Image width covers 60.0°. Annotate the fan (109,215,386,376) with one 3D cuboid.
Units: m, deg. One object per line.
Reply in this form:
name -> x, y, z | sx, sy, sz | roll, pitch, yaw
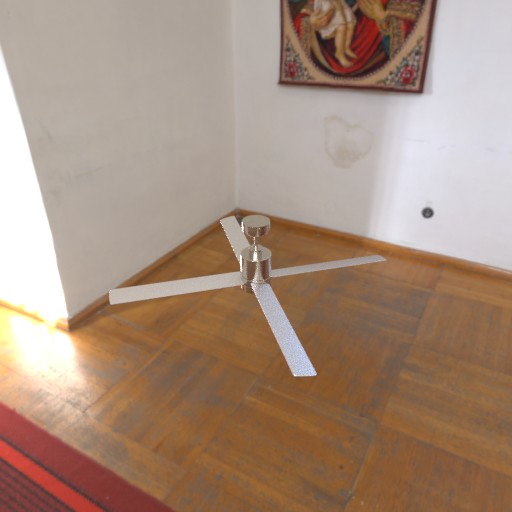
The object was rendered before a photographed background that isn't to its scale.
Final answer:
fan -> 0.000, 0.000, 2.024 | 1.322, 0.355, 1.322 | -8, 31, -13
